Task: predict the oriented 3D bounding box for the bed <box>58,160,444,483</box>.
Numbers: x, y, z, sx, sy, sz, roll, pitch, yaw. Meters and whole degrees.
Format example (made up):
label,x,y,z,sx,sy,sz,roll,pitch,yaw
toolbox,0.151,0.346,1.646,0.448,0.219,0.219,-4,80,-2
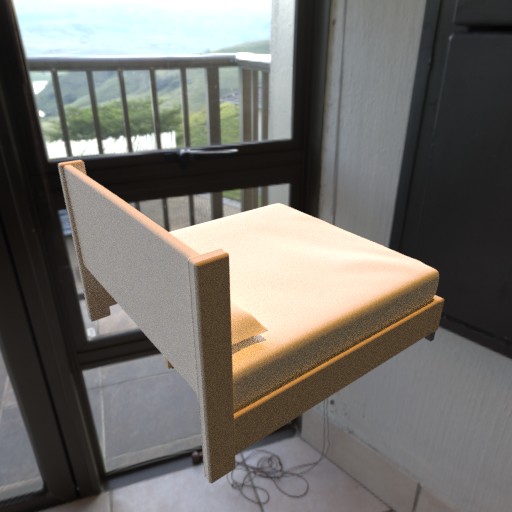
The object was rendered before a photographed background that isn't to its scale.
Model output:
label,x,y,z,sx,sy,sz,roll,pitch,yaw
bed,0.000,0.000,3.655,2.293,1.471,2.145,-19,32,-33
